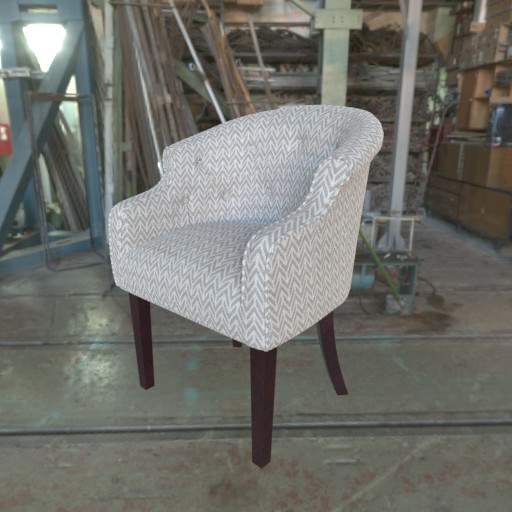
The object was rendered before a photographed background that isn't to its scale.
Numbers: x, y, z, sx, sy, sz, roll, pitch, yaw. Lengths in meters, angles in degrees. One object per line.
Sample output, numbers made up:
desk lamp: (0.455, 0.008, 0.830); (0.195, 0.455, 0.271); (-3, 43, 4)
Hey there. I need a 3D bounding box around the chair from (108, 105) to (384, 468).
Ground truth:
chair: (0.000, 0.000, 1.306); (0.686, 0.858, 0.613); (15, 22, 41)
